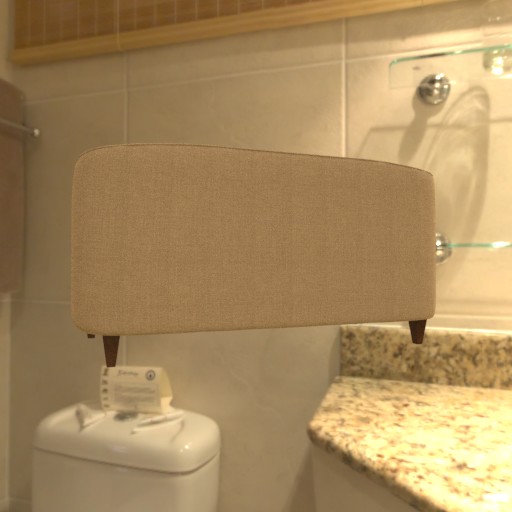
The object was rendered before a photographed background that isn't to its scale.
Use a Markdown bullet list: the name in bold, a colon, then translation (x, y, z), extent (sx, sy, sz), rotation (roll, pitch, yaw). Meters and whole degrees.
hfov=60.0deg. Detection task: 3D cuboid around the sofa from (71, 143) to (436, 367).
- **sofa**: translation (0.000, 0.000, 2.258), extent (1.733, 0.855, 0.941), rotation (0, -1, -19)
